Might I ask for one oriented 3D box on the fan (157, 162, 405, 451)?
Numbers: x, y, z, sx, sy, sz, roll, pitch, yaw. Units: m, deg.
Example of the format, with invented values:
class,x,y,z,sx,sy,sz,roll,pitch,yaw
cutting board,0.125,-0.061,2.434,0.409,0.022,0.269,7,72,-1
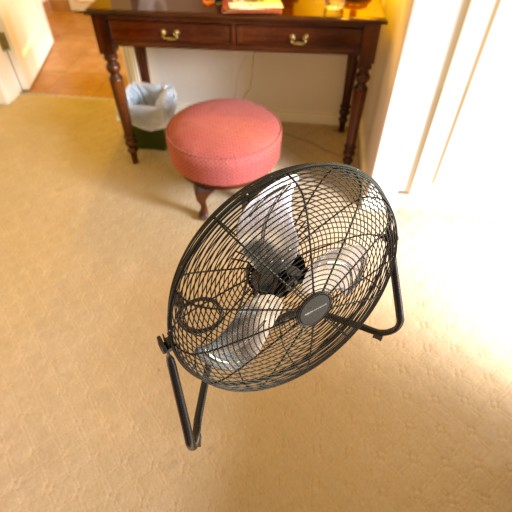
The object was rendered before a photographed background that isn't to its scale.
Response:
class,x,y,z,sx,sy,sz,roll,pitch,yaw
fan,0.000,0.000,0.922,0.555,0.546,0.424,-24,51,-21
